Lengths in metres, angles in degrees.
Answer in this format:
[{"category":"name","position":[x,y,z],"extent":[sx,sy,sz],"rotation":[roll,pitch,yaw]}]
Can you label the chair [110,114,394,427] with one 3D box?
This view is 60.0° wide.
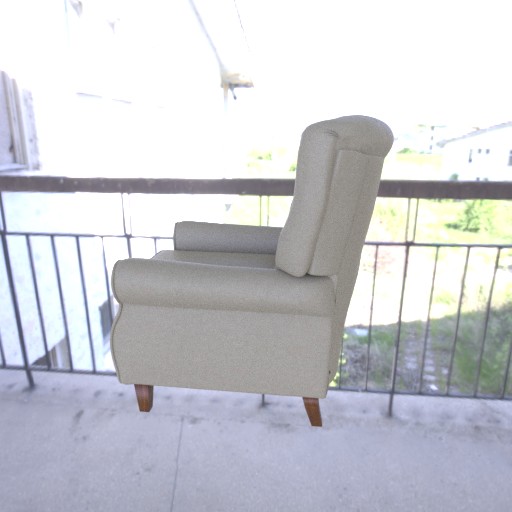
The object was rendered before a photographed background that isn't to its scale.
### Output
[{"category":"chair","position":[0.000,0.000,1.913],"extent":[1.059,1.158,0.943],"rotation":[2,16,8]}]
